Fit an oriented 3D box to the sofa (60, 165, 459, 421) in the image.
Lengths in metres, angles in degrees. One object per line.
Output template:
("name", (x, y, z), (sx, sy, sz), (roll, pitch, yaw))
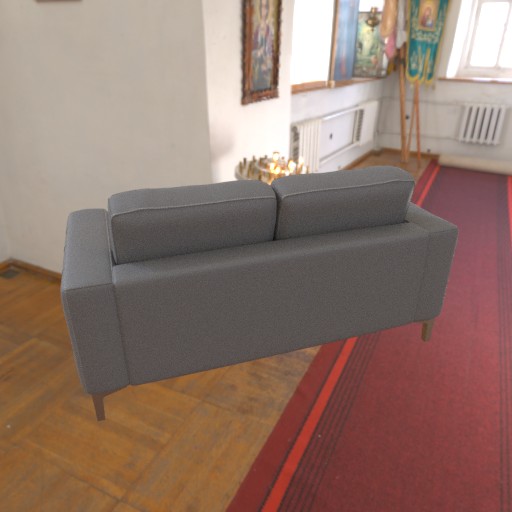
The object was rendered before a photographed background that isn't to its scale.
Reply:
("sofa", (0.000, 0.000, 2.189), (1.726, 0.892, 0.833), (-9, 28, -17))
